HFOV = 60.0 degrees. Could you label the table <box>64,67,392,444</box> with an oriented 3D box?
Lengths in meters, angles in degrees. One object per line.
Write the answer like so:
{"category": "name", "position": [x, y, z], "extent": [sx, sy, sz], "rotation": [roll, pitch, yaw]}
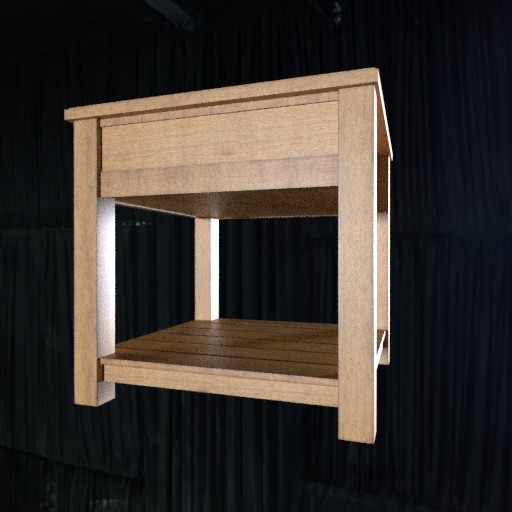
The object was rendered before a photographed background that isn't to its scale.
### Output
{"category": "table", "position": [0.000, 0.000, 1.078], "extent": [0.612, 0.593, 0.616], "rotation": [0, 0, 19]}
